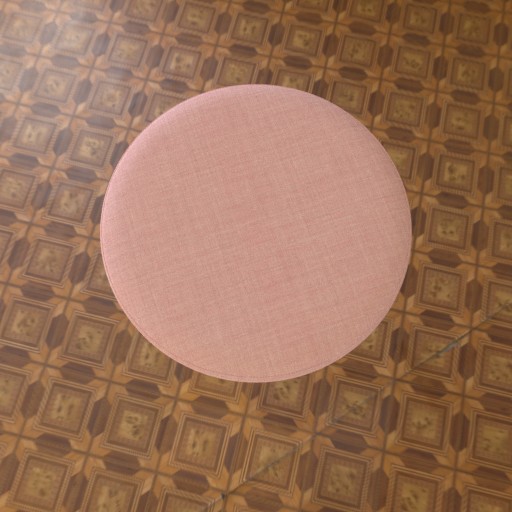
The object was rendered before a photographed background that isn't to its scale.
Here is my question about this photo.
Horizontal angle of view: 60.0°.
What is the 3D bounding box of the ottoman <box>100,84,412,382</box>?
[{"bbox_3d":[0.000,0.000,0.740,0.400,0.406,0.400,0,75,0],"label":"ottoman"}]
